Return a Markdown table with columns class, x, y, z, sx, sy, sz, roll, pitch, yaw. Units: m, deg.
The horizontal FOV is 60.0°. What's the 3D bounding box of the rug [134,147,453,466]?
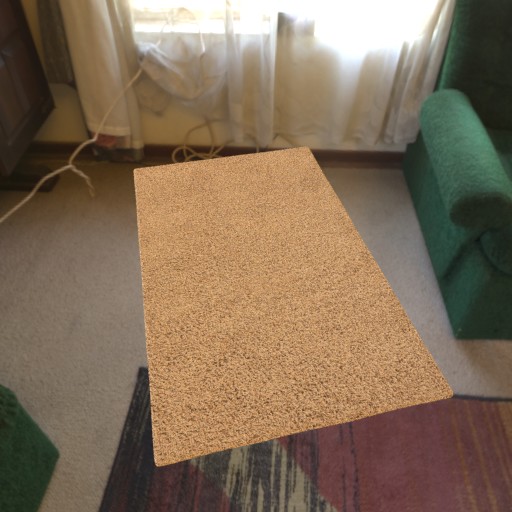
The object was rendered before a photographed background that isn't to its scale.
| class | x | y | z | sx | sy | sz | roll | pitch | yaw |
| --- | --- | --- | --- | --- | --- | --- | --- | --- | --- |
| rug | 0.000 | 0.000 | 2.989 | 1.524 | 0.030 | 2.438 | -10 | 46 | -9 |
